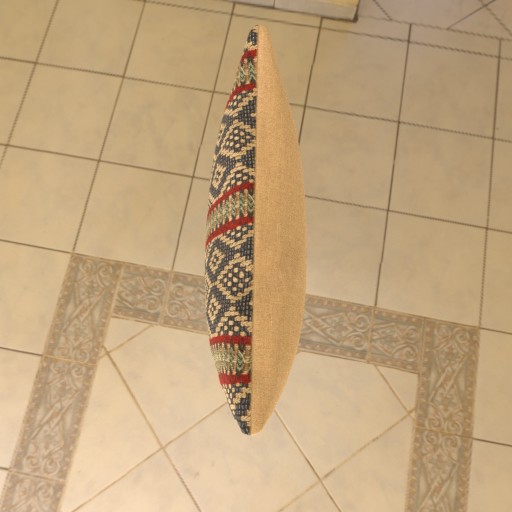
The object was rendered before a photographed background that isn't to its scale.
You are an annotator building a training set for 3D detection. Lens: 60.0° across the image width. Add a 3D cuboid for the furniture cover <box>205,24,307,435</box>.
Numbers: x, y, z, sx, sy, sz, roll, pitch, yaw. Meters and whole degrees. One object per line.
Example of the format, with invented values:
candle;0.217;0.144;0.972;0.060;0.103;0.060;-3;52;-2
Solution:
furniture cover;0.000;0.000;0.648;0.139;0.431;0.431;1;76;0
